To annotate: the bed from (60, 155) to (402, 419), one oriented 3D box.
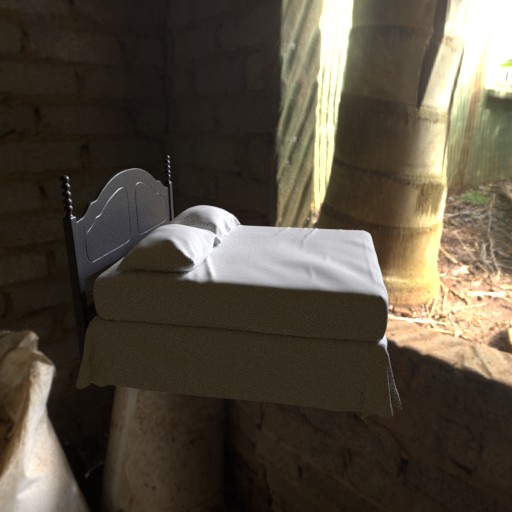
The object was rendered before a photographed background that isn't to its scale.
[{"bbox_3d":[0.000,0.000,3.355,2.040,1.356,1.873,3,17,10],"label":"bed"}]
